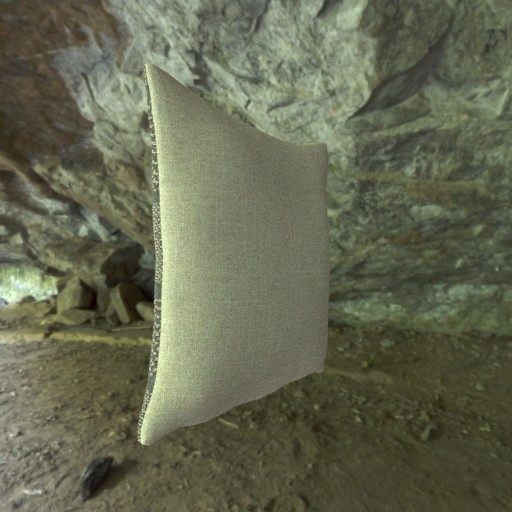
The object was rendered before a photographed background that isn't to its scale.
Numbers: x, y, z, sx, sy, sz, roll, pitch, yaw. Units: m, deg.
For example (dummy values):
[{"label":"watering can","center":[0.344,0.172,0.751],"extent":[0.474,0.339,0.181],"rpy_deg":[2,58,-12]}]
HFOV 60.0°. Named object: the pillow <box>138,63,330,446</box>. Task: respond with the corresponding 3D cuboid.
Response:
[{"label":"pillow","center":[0.000,0.000,0.670],"extent":[0.138,0.432,0.435],"rpy_deg":[-1,-1,36]}]
